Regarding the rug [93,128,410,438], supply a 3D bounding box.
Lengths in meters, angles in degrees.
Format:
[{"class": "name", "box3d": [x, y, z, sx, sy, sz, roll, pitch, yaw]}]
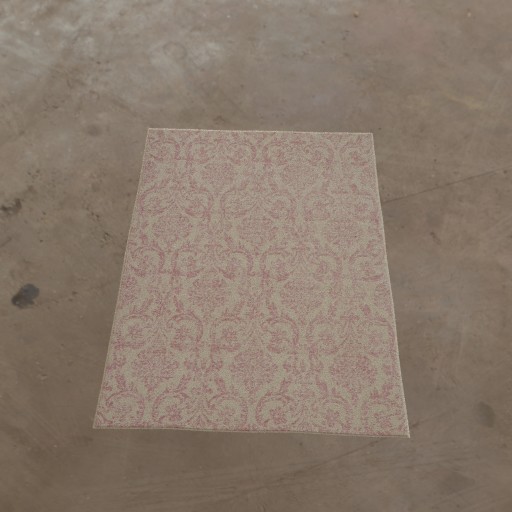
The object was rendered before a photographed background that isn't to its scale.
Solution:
[{"class": "rug", "box3d": [0.000, 0.000, 3.986, 2.363, 0.012, 2.980, 1, 62, 1]}]
